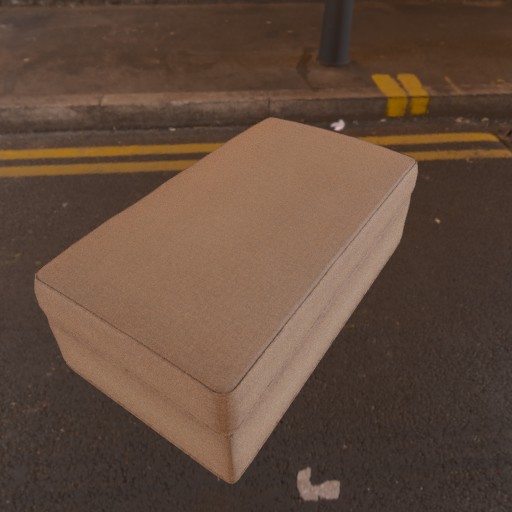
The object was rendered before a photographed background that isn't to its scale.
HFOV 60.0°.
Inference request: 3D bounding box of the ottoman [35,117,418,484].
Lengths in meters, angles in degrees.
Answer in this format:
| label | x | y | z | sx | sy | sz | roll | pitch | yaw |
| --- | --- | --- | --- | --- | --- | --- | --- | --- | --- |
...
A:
| label | x | y | z | sx | sy | sz | roll | pitch | yaw |
| --- | --- | --- | --- | --- | --- | --- | --- | --- | --- |
| ottoman | 0.000 | 0.000 | 1.388 | 0.617 | 0.448 | 1.097 | 24 | 47 | 25 |
